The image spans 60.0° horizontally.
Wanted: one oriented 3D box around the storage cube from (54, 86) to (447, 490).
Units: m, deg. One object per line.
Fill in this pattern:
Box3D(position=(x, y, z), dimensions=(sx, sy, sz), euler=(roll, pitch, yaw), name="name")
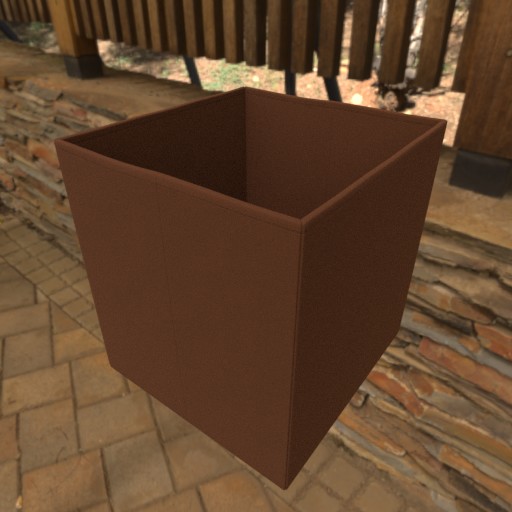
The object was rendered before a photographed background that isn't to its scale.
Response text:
Box3D(position=(0.000, 0.000, 0.482), dimensions=(0.270, 0.280, 0.270), euler=(22, 39, 30), name="storage cube")
